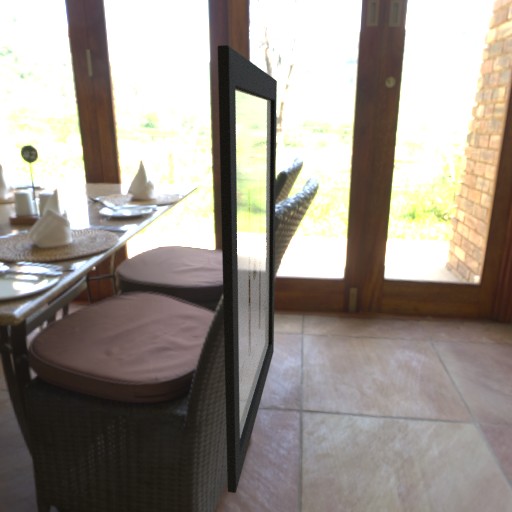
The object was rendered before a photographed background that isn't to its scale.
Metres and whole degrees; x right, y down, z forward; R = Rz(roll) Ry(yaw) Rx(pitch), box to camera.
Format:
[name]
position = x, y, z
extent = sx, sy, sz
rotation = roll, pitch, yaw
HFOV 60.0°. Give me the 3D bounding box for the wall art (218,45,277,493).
[wall art]
position = 0.000, 0.000, 0.674
extent = 0.012, 0.529, 0.374
rotation = 3, 17, 9
